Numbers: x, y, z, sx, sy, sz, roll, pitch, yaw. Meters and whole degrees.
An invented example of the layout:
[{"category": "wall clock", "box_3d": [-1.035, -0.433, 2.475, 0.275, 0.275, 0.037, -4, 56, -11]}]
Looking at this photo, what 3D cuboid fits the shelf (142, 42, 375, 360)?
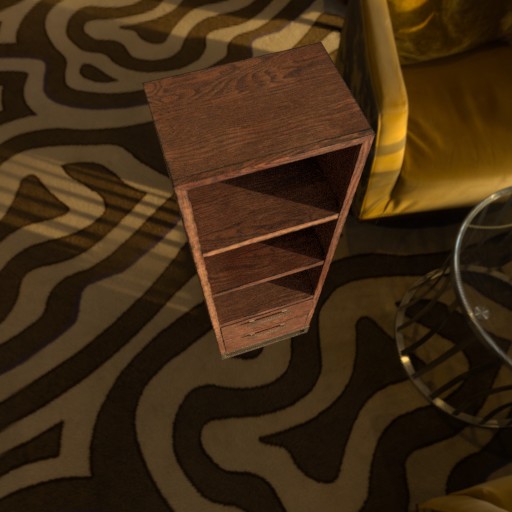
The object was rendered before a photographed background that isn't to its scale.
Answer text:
[{"category": "shelf", "box_3d": [0.000, 0.000, 1.956, 0.539, 1.732, 0.395, -17, 65, -8]}]
